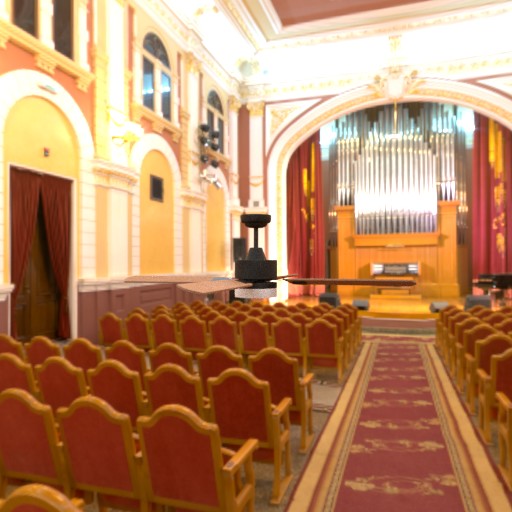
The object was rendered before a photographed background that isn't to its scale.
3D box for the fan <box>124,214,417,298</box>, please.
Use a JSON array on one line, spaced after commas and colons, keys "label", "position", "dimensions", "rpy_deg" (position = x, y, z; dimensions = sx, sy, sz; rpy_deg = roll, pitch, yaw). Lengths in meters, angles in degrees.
[{"label": "fan", "position": [0.000, 0.000, 1.938], "dimensions": [1.320, 0.355, 1.320], "rpy_deg": [0, -1, 18]}]
